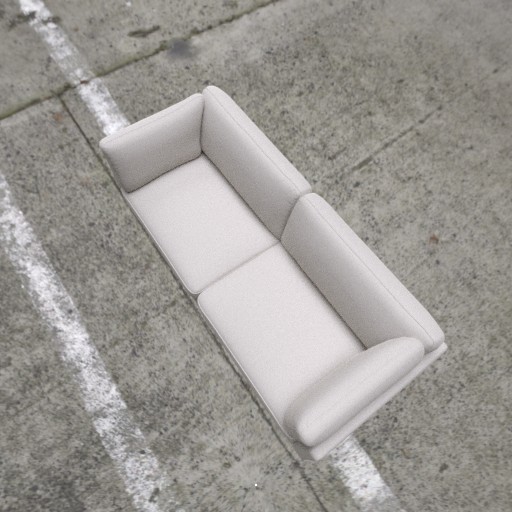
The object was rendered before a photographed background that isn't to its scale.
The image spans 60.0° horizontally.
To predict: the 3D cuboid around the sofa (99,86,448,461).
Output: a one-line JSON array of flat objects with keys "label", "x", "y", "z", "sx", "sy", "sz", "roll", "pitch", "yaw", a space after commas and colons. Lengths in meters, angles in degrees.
[{"label": "sofa", "x": 0.000, "y": 0.000, "z": 2.815, "sx": 0.957, "sy": 0.863, "sz": 2.301, "roll": -32, "pitch": 67, "yaw": -15}]
